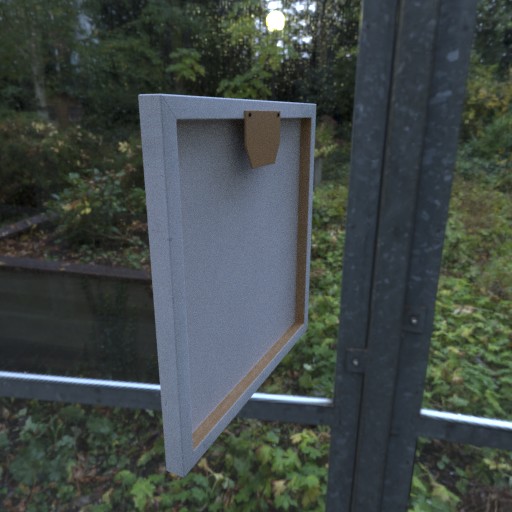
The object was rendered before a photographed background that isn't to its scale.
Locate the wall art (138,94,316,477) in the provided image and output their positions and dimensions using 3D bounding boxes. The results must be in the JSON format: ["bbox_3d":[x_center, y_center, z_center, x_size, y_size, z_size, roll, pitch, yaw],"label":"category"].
[{"bbox_3d":[0.000,0.000,0.915,0.044,0.605,0.605,8,19,25],"label":"wall art"}]
